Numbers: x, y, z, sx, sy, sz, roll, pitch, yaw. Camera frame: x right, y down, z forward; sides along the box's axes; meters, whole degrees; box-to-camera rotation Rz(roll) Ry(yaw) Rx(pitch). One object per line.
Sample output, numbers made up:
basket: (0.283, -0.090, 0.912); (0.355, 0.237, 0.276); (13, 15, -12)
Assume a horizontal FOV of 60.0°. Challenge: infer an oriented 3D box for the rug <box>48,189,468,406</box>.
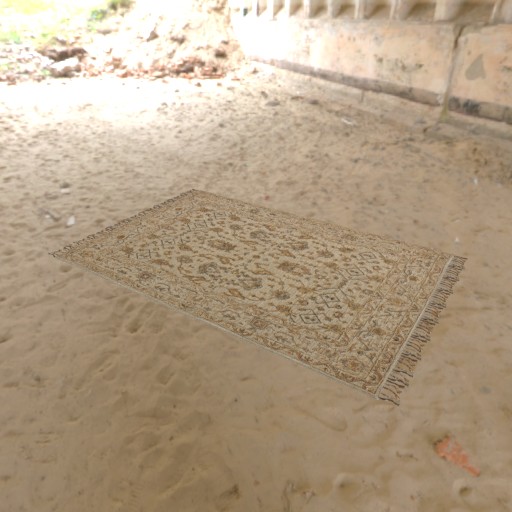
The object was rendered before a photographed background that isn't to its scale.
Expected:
rug: (0.000, 0.000, 3.005); (2.434, 0.027, 1.529); (18, 34, 29)
